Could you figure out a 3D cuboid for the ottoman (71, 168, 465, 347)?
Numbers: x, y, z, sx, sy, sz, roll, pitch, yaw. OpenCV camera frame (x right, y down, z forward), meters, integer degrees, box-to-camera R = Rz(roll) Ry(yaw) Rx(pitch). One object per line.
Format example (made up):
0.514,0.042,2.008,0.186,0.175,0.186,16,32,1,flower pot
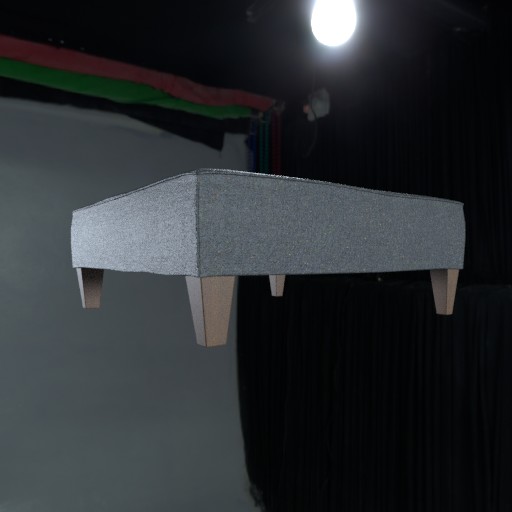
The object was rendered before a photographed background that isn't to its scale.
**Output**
0.000,0.000,1.543,1.004,0.382,0.968,0,0,-36,ottoman
